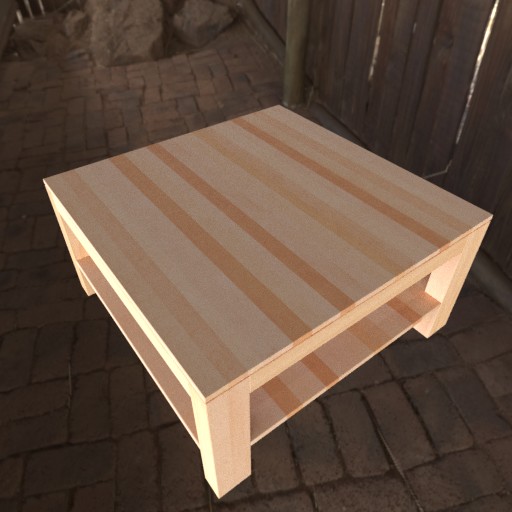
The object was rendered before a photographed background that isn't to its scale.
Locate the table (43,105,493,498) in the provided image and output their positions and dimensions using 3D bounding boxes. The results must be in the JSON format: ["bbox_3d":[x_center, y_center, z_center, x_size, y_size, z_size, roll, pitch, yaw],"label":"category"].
[{"bbox_3d":[0.000,0.000,1.392,0.900,0.450,0.900,-26,48,-27],"label":"table"}]
